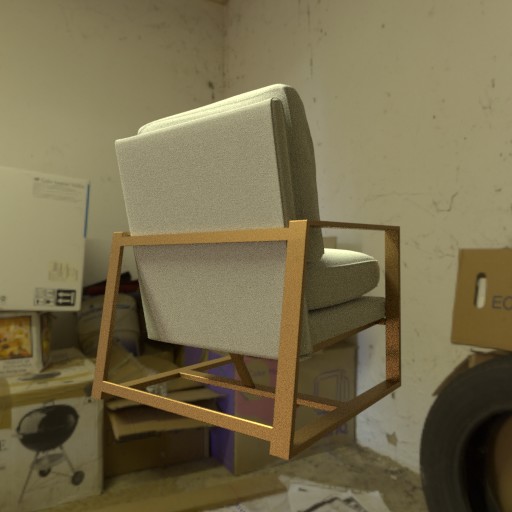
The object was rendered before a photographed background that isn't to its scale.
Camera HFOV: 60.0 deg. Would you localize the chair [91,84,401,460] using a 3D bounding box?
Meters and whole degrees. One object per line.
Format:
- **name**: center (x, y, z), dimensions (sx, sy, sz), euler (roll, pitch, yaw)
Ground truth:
- **chair**: center (0.000, 0.000, 1.603), dimensions (0.805, 0.966, 0.813), euler (-1, -1, 37)
